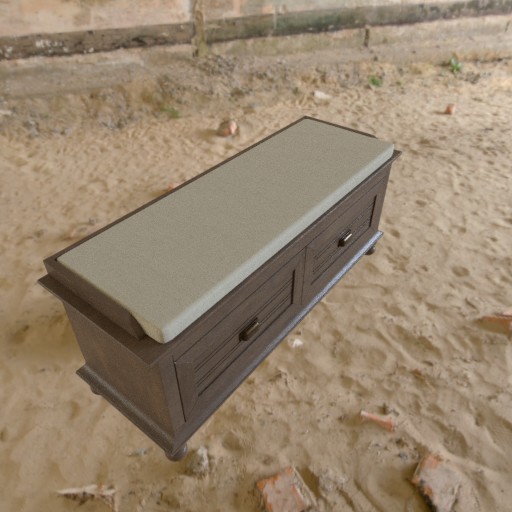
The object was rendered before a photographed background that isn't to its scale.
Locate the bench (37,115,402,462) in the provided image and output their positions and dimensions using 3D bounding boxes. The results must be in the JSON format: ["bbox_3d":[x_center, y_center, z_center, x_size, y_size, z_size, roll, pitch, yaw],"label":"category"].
[{"bbox_3d":[0.000,0.000,1.450,0.402,0.501,1.185,26,46,29],"label":"bench"}]
